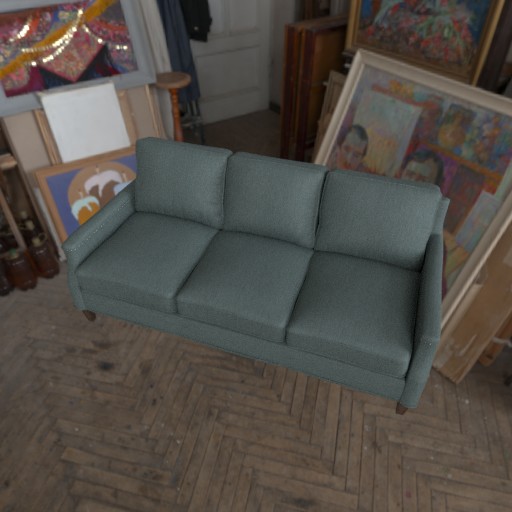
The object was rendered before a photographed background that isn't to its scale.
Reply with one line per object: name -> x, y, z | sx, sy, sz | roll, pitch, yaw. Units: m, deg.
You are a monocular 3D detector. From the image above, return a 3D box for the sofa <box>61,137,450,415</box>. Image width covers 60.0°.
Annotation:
sofa -> 0.000, 0.000, 2.853 | 2.246, 1.003, 1.084 | 13, 42, 15
